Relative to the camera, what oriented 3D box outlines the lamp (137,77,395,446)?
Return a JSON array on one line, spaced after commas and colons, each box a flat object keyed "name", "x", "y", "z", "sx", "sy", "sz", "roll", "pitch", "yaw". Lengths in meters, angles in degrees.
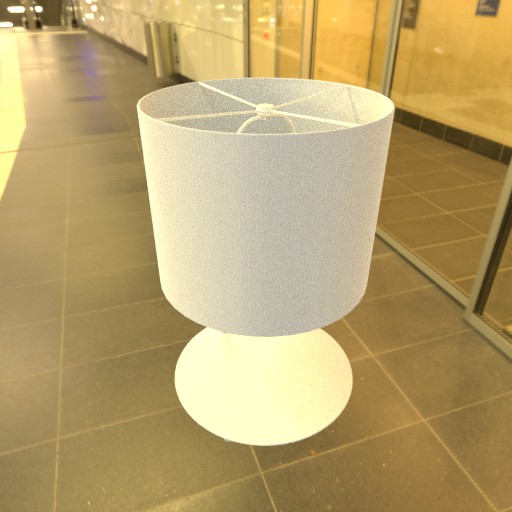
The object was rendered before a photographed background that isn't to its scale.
[{"name": "lamp", "x": 0.000, "y": 0.000, "z": 0.658, "sx": 0.299, "sy": 0.454, "sz": 0.341, "roll": -22, "pitch": 38, "yaw": -32}]
